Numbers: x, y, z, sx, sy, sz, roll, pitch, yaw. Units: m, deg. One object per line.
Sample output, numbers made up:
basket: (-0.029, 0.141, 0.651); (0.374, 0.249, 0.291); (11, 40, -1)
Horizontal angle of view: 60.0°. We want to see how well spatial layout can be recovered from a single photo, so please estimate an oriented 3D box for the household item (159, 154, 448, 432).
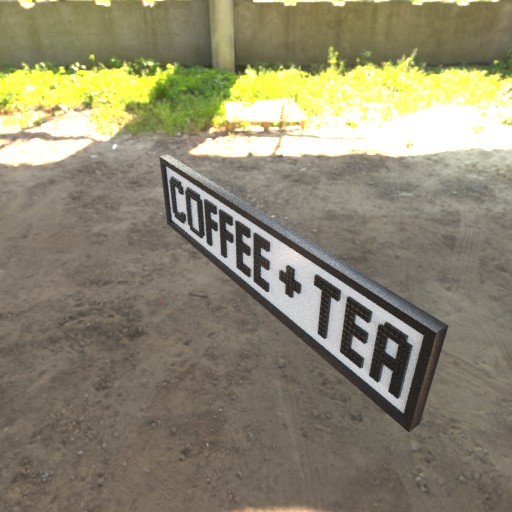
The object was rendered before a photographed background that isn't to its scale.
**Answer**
household item: (0.000, 0.000, 1.094); (0.030, 0.236, 1.001); (-20, 37, -29)
